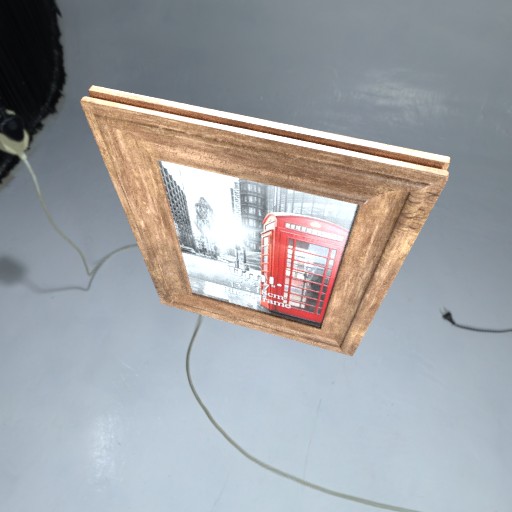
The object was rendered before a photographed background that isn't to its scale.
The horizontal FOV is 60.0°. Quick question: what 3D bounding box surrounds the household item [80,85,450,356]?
[{"bbox_3d":[0.000,0.000,0.318,0.186,0.237,0.018,14,59,9],"label":"household item"}]
